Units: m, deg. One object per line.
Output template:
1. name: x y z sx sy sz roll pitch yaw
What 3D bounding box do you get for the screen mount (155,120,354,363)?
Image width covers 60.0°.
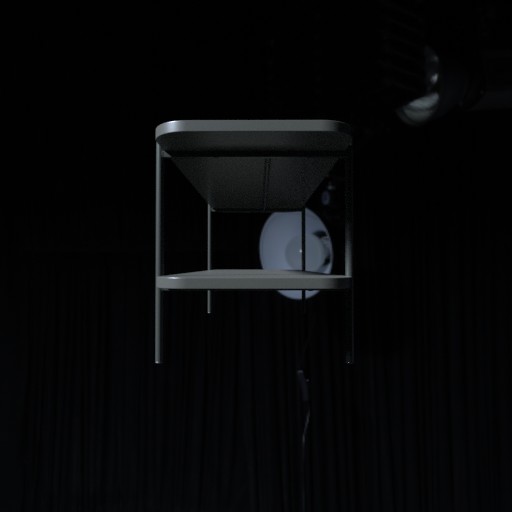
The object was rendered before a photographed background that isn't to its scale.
1. screen mount: 0.000 0.000 1.361 0.400 0.447 1.200 0 -1 0
